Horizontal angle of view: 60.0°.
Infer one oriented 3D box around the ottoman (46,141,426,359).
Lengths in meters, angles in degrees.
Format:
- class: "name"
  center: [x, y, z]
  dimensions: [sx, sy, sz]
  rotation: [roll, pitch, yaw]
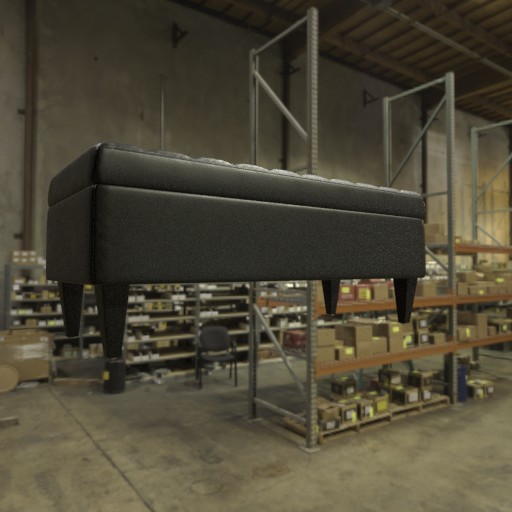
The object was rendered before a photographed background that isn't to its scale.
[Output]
- class: "ottoman"
  center: [0.000, 0.000, 1.411]
  dimensions: [1.151, 0.469, 0.482]
  rotation: [1, -2, -36]
